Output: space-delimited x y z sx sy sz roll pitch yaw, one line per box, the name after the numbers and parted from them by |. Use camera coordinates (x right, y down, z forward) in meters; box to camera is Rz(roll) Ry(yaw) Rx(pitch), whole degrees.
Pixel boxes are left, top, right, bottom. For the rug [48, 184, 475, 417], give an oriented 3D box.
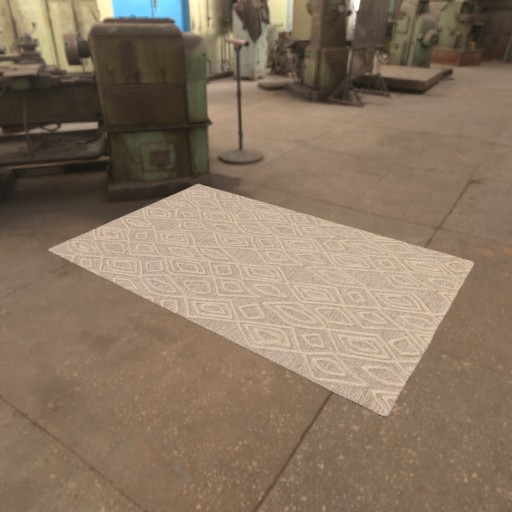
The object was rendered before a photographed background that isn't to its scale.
0.000 0.000 2.980 2.442 0.010 1.546 20 36 30 | rug
